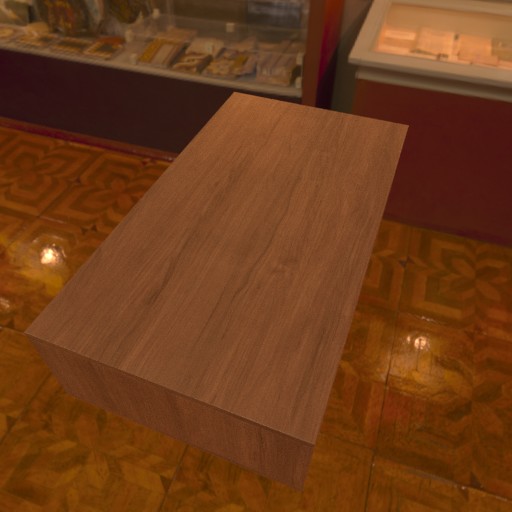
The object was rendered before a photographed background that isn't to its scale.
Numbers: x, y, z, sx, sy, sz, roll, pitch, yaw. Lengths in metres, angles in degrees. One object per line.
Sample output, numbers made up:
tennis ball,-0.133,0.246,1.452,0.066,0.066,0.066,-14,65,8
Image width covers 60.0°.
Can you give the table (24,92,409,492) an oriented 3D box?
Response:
table,0.000,0.000,1.243,0.600,0.380,1.020,16,49,14
